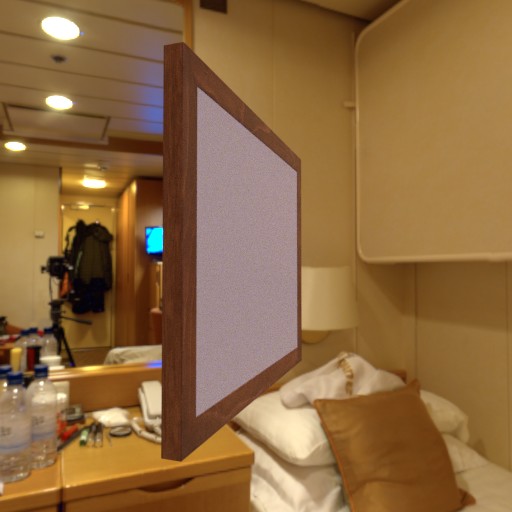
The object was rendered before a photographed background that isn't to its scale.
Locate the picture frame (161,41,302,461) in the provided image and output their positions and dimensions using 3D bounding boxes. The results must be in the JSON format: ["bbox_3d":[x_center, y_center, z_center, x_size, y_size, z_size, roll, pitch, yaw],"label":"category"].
[{"bbox_3d":[0.000,0.000,0.750,0.025,0.457,0.559,-1,-2,19],"label":"picture frame"}]
